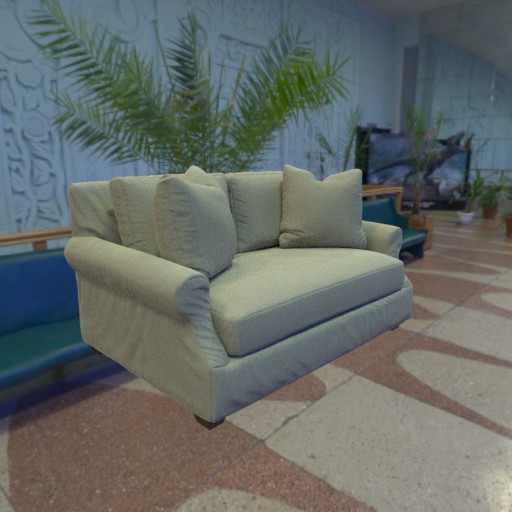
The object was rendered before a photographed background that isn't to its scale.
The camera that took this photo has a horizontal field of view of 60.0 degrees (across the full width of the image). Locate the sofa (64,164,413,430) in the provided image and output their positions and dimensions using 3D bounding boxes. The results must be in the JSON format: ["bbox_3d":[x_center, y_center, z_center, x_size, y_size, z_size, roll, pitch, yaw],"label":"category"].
[{"bbox_3d":[0.000,0.000,2.251,1.550,0.905,1.070,-12,18,-43],"label":"sofa"}]
